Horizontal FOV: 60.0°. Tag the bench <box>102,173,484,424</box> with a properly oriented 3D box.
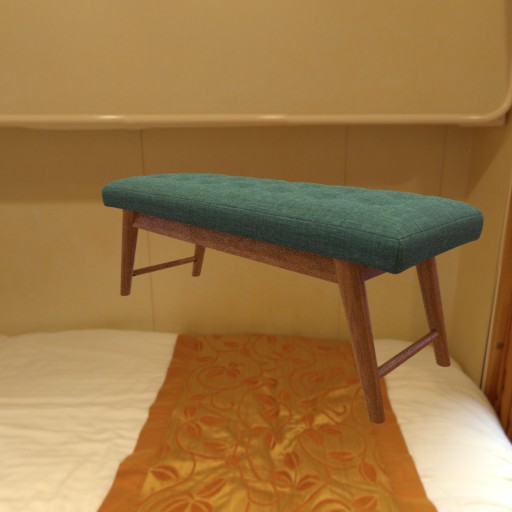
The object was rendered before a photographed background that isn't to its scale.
[{"bbox_3d":[0.000,0.000,1.324,0.406,0.432,1.118,-15,21,-43],"label":"bench"}]
